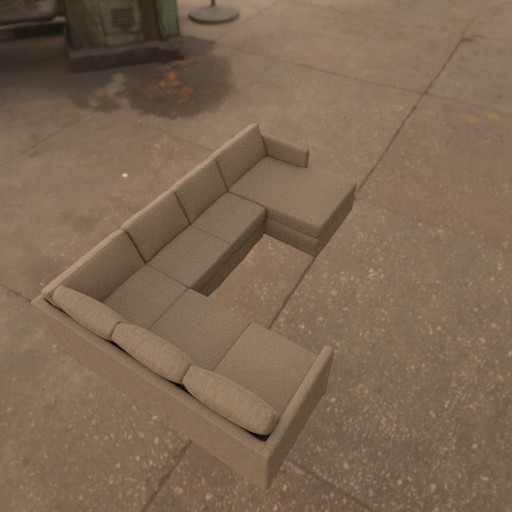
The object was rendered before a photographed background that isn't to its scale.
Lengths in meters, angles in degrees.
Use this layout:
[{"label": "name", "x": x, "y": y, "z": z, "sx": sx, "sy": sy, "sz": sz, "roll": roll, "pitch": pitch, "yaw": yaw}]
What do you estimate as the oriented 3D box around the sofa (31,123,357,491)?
[{"label": "sofa", "x": 0.000, "y": 0.000, "z": 4.540, "sx": 2.427, "sy": 0.882, "sz": 3.460, "roll": 25, "pitch": 51, "yaw": 22}]
